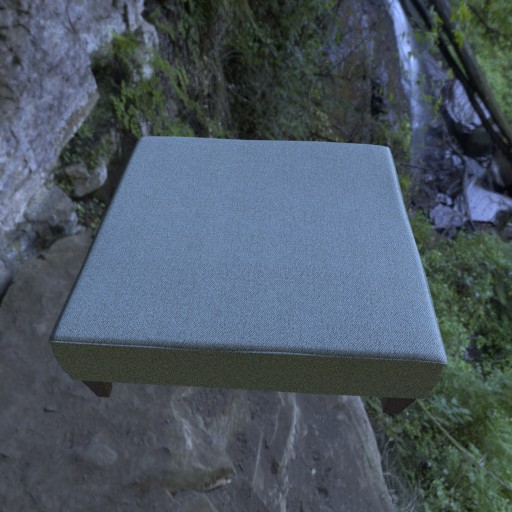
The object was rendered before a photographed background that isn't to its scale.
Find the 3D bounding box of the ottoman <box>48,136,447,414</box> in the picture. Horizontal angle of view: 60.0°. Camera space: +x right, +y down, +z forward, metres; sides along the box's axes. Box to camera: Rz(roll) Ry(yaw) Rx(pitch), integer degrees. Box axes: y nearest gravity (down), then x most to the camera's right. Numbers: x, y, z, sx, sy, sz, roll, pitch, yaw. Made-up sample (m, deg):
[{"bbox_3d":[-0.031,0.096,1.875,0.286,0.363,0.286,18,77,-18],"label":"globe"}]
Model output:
[{"bbox_3d":[0.000,0.000,1.530,1.004,0.379,0.968,2,46,2],"label":"ottoman"}]
